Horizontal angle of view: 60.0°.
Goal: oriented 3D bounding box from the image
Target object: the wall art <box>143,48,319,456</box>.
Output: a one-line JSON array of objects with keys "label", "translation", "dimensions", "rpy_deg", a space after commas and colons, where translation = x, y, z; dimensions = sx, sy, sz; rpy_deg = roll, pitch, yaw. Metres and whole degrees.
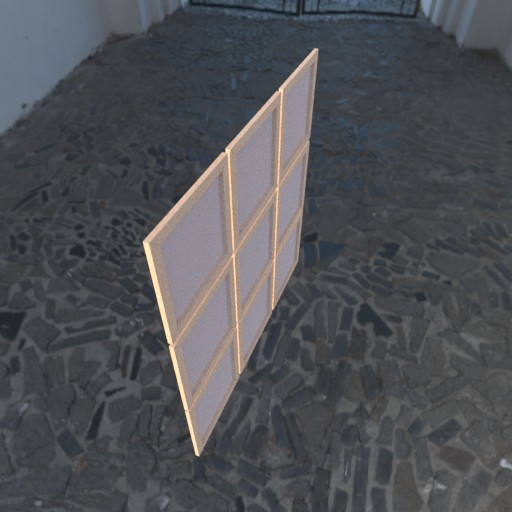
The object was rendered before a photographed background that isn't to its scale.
[{"label": "wall art", "translation": [0.000, 0.000, 1.790], "dimensions": [0.016, 1.207, 1.217], "rpy_deg": [17, 48, 16]}]
